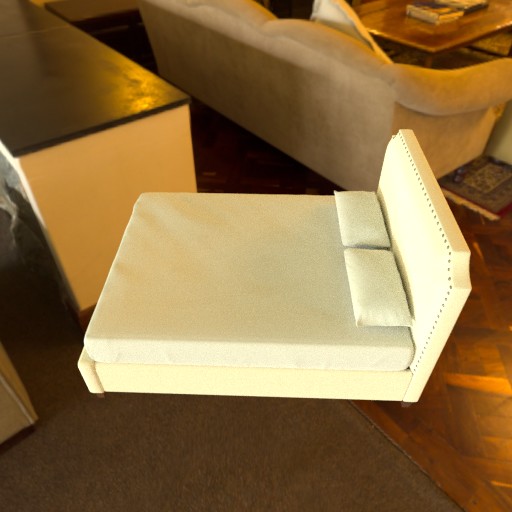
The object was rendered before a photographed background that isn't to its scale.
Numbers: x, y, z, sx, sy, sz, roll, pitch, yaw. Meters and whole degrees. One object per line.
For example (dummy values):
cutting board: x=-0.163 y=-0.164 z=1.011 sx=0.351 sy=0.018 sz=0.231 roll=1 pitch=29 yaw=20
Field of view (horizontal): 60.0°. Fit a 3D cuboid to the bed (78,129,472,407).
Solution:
bed: x=0.000 y=0.000 z=3.363 sx=2.329 sy=1.415 sz=1.703 roll=1 pitch=43 yaw=1
